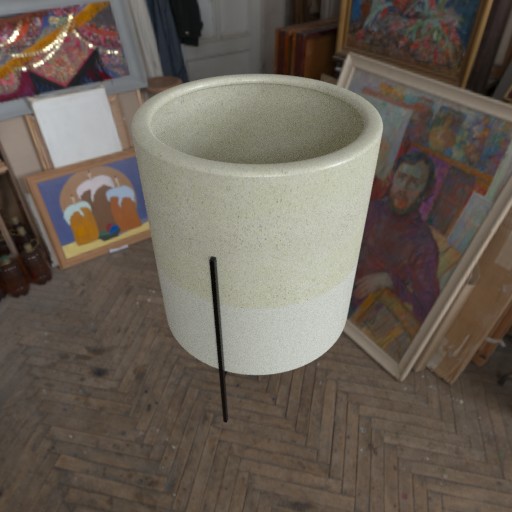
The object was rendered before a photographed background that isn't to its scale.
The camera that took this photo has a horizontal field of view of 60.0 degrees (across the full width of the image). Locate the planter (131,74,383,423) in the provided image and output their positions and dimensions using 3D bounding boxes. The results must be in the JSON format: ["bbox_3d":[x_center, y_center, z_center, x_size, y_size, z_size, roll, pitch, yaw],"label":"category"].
[{"bbox_3d":[0.000,0.000,0.730,0.324,0.483,0.333,12,41,14],"label":"planter"}]
